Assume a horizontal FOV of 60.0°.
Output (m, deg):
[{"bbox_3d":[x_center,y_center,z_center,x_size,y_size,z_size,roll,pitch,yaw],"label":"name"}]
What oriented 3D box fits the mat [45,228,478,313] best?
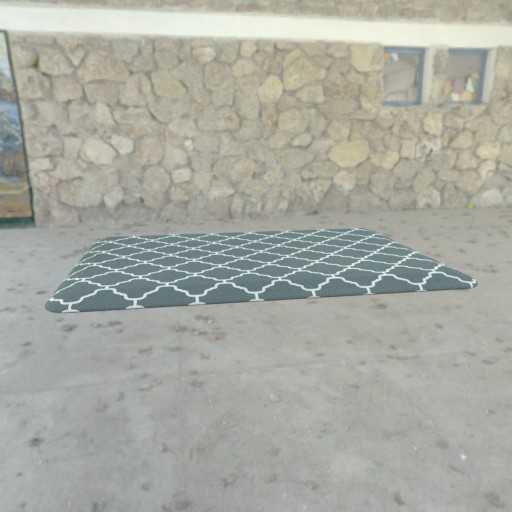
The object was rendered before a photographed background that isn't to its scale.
[{"bbox_3d":[0.000,0.000,0.979,0.762,0.021,0.508,-2,15,-9],"label":"mat"}]
